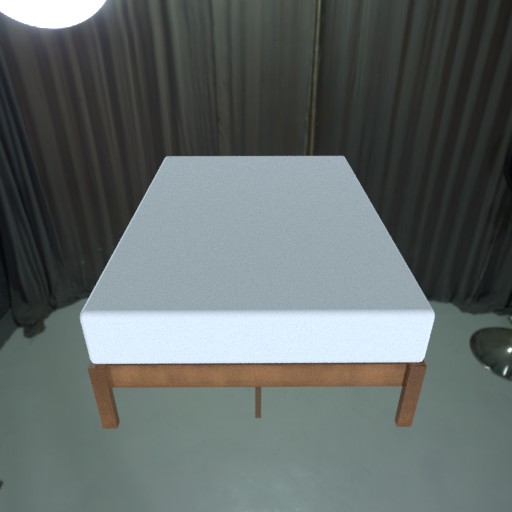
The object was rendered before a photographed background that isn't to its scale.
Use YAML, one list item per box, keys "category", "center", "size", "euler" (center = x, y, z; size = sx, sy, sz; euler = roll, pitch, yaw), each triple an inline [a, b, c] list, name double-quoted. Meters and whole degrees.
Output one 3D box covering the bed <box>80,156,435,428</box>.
- category: "bed"
  center: [0.000, 0.000, 2.617]
  size: [1.348, 0.616, 1.927]
  euler: [0, 30, 0]
